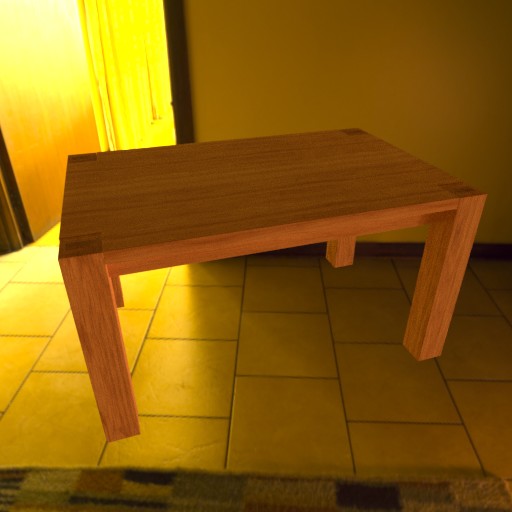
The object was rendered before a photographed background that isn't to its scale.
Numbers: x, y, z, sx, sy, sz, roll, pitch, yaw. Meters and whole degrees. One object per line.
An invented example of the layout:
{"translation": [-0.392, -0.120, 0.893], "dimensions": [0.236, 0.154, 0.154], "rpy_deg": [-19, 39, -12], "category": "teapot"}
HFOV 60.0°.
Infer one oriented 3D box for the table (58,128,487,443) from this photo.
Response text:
{"translation": [0.000, 0.000, 1.914], "dimensions": [1.400, 0.760, 0.900], "rpy_deg": [-10, 32, -16], "category": "table"}
